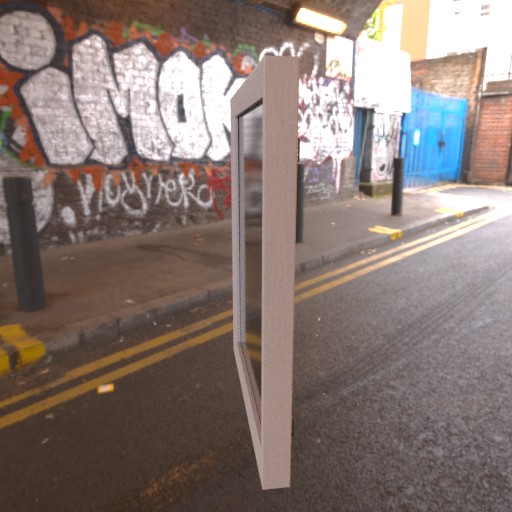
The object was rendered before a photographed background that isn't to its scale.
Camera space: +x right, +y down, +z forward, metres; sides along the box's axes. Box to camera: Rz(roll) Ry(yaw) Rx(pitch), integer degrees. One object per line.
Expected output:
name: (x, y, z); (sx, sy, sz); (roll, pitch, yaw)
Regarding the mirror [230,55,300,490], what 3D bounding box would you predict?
mirror: (0.000, 0.000, 0.696); (0.041, 0.508, 0.405); (-2, 14, -8)
